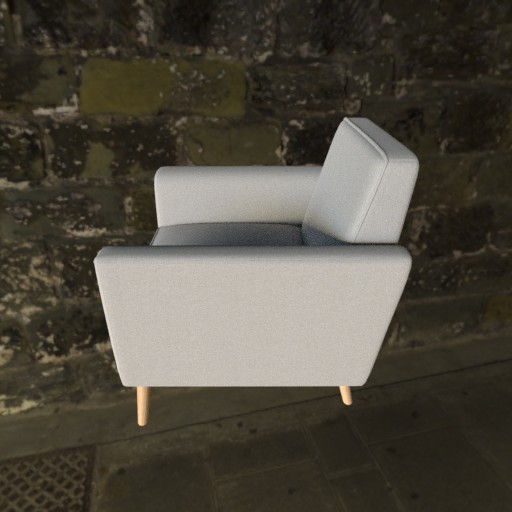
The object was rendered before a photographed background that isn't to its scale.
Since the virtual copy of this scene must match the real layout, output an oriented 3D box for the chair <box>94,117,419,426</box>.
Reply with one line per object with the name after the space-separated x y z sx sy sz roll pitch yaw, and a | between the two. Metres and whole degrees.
0.000 0.000 1.415 0.750 0.780 0.780 0 27 0 | chair
